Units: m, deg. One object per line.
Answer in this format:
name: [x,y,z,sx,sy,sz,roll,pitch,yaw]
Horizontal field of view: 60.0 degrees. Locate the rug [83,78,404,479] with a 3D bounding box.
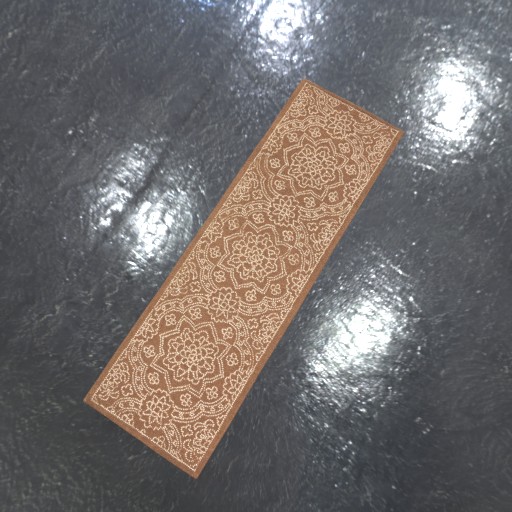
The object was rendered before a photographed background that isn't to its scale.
rug: [0.000,0.000,2.685,0.769,0.012,2.448,31,78,7]
